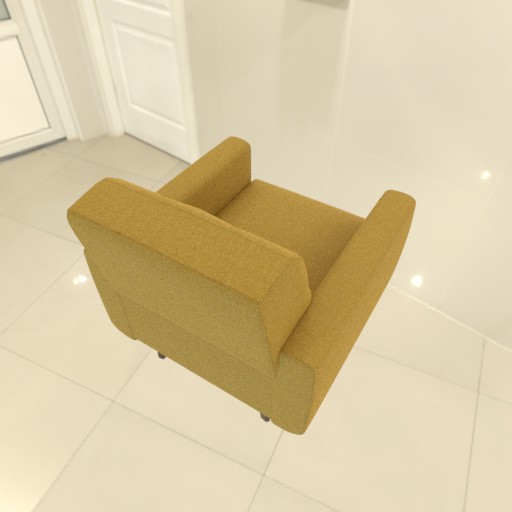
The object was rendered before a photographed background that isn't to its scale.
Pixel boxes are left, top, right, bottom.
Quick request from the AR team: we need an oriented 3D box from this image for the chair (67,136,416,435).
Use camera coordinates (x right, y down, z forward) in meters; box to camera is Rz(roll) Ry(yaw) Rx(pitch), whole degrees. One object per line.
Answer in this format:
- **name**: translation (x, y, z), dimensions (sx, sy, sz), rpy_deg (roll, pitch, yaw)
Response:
- **chair**: translation (0.000, 0.000, 1.554), dimensions (0.831, 0.841, 0.909), rpy_deg (24, 50, 22)
